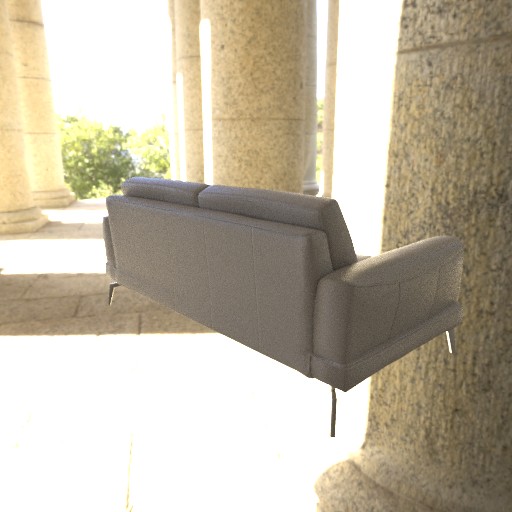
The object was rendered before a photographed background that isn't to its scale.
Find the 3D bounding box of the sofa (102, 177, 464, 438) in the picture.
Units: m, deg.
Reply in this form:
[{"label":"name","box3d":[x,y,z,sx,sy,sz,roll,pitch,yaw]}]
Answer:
[{"label":"sofa","box3d":[0.000,0.000,2.754,1.121,0.930,2.177,-13,19,-41]}]
